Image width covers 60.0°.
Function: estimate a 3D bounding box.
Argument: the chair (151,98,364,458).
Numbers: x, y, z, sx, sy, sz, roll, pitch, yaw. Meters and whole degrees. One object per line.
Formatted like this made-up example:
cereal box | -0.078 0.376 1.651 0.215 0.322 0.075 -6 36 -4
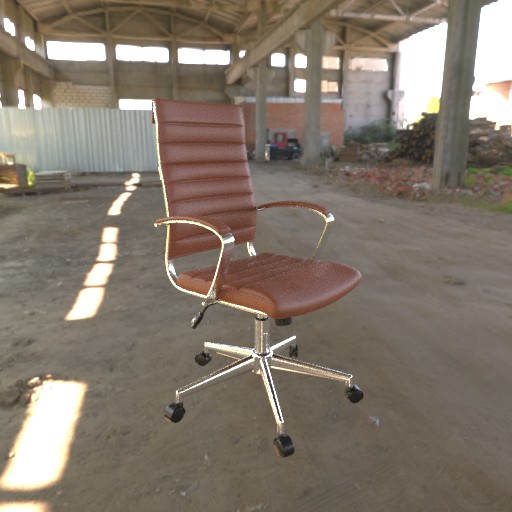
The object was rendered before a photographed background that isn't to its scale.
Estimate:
chair | 0.000 0.000 1.689 0.739 1.149 0.766 13 19 42
